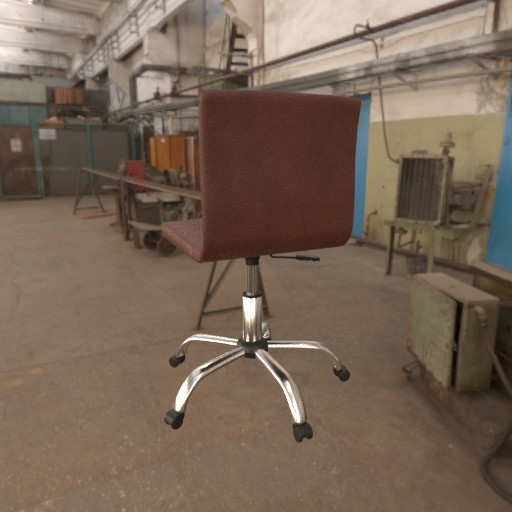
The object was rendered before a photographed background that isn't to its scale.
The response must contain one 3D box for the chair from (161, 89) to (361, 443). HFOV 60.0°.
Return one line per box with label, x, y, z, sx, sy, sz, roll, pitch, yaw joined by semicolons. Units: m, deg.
chair;0.000;0.000;1.162;0.556;0.780;0.530;-7;15;-25
